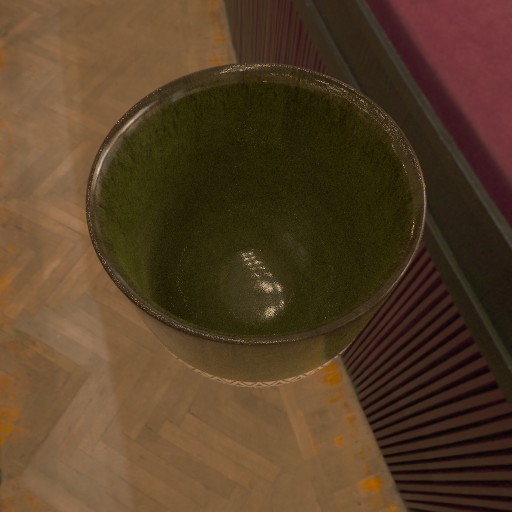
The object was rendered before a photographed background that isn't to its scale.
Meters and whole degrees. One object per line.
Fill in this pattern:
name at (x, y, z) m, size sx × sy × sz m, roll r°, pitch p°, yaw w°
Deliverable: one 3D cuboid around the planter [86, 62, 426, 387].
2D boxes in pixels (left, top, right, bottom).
planter at (0.000, 0.000, 0.469) m, size 0.266 × 0.270 × 0.266 m, roll 0°, pitch 63°, yaw 0°
